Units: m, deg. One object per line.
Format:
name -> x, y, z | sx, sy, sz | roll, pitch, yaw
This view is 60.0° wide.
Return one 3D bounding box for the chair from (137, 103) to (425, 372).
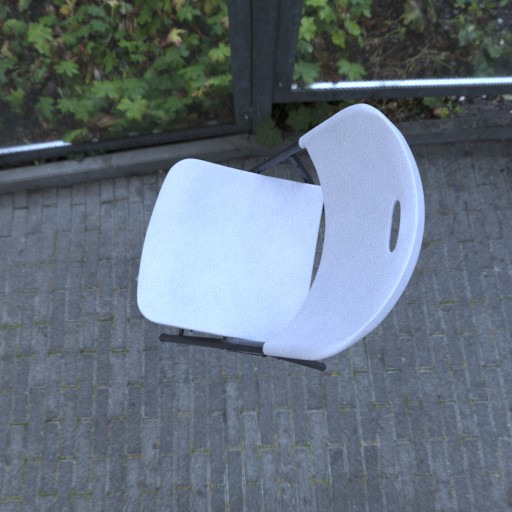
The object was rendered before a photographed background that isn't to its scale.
chair -> 0.000, 0.000, 1.130 | 0.566, 0.810, 0.494 | 10, 76, 3
